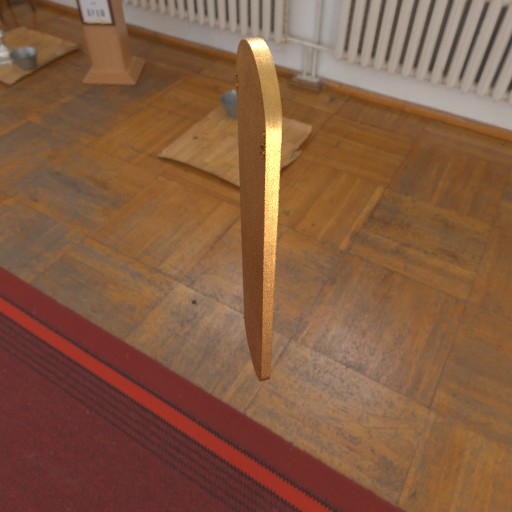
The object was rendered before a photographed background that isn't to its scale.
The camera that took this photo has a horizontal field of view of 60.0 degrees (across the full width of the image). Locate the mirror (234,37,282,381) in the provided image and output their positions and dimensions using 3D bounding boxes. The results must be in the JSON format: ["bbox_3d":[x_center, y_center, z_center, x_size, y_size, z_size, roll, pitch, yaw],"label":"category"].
[{"bbox_3d":[0.000,0.000,1.068,0.032,0.991,0.222,-10,47,-10],"label":"mirror"}]
